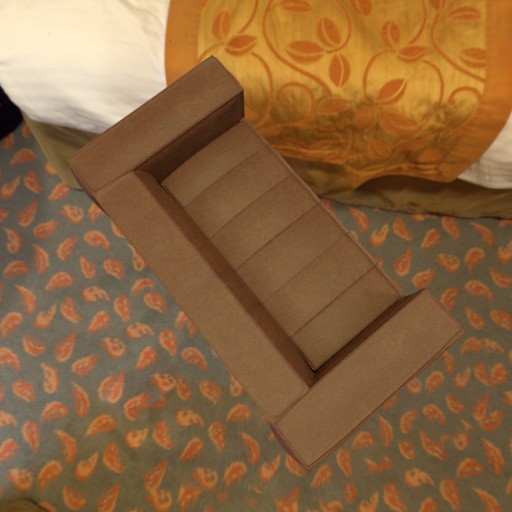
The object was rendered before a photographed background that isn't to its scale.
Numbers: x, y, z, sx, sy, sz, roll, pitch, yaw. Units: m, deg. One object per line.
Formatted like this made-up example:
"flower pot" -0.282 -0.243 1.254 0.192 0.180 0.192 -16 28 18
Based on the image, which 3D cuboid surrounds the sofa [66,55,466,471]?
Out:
"sofa" 0.000 0.000 2.636 1.102 0.703 2.088 -39 80 -8
